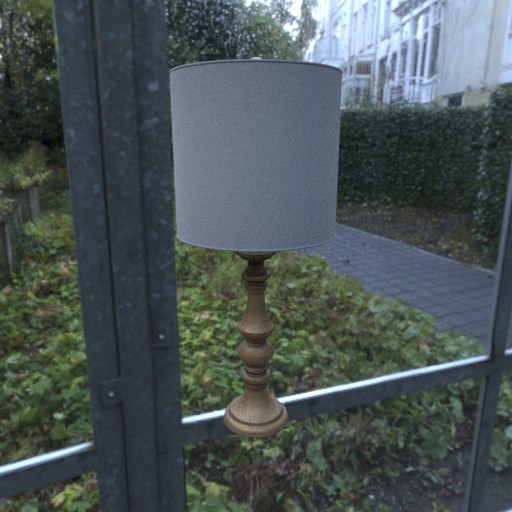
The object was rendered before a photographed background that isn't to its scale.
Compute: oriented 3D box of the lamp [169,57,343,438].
[{"bbox_3d":[0.000,0.000,0.720,0.250,0.597,0.250,-2,15,-8],"label":"lamp"}]
